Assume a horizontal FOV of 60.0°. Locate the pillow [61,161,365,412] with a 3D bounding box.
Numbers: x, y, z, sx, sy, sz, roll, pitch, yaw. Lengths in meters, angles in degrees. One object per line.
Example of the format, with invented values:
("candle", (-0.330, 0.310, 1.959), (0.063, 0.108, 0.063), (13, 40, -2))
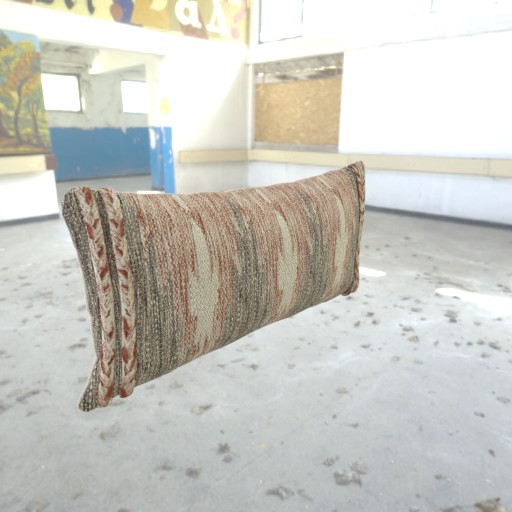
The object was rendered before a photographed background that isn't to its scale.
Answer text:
("pillow", (0.000, 0.000, 0.733), (0.139, 0.282, 0.635), (15, 22, 42))
